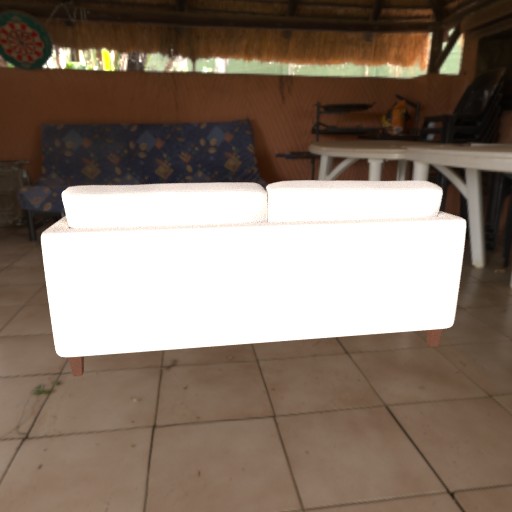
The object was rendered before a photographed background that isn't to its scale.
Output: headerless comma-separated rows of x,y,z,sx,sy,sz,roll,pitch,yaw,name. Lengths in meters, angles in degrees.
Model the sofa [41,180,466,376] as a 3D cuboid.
0.000,0.000,2.649,2.139,0.933,0.924,-2,15,-9,sofa
